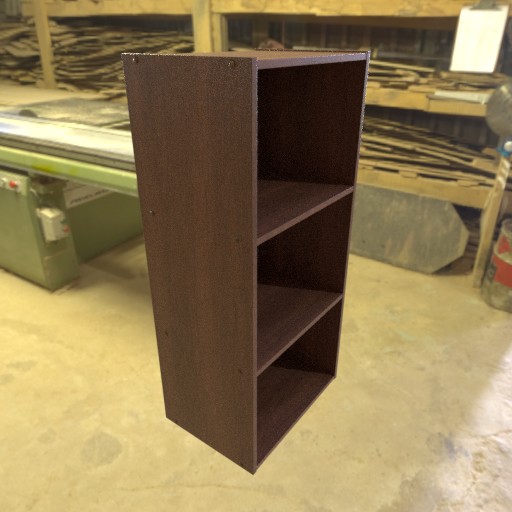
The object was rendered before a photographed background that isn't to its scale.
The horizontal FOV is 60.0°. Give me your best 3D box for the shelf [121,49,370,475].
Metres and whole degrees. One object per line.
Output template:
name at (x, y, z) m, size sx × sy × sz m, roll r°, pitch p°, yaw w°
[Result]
shelf at (0.000, 0.000, 1.051) m, size 0.290 × 0.879 × 0.414 m, roll 18°, pitch 32°, yaw 32°
